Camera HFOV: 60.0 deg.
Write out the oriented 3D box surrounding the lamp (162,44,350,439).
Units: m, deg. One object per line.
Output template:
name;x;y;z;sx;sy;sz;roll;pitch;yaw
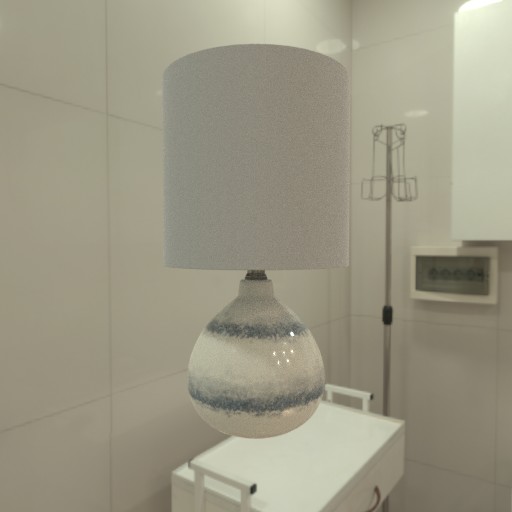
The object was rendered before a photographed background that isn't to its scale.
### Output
lamp;0.000;0.000;0.528;0.216;0.404;0.216;1;2;35
